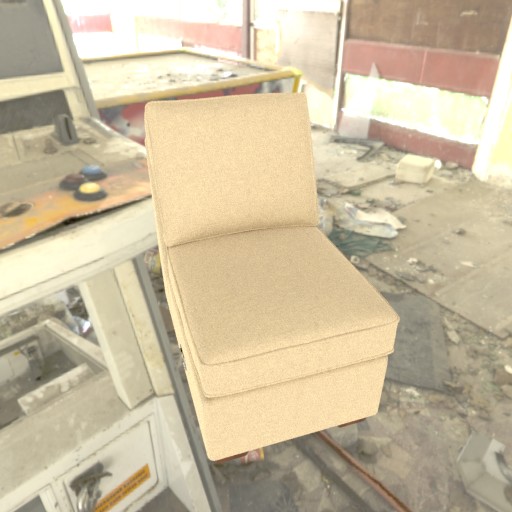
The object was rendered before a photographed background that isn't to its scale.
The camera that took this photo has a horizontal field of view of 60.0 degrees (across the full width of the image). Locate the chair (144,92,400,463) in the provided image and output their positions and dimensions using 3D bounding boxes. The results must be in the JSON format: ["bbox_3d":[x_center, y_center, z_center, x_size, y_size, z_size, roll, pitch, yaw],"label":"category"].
[{"bbox_3d":[0.000,0.000,1.574,0.621,0.970,0.938,-9,33,-15],"label":"chair"}]
